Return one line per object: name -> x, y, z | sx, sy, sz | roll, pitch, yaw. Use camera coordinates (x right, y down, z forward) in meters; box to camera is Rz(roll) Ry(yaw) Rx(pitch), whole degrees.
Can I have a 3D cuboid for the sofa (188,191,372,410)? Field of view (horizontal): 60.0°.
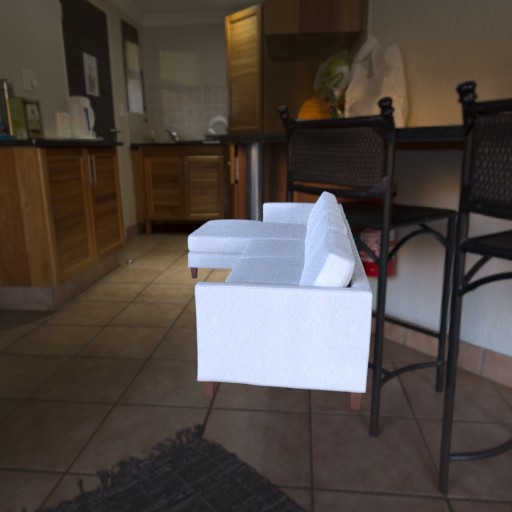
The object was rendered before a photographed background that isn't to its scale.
sofa -> 0.000, 0.000, 3.903 | 1.625, 0.861, 3.186 | 2, 15, 8
